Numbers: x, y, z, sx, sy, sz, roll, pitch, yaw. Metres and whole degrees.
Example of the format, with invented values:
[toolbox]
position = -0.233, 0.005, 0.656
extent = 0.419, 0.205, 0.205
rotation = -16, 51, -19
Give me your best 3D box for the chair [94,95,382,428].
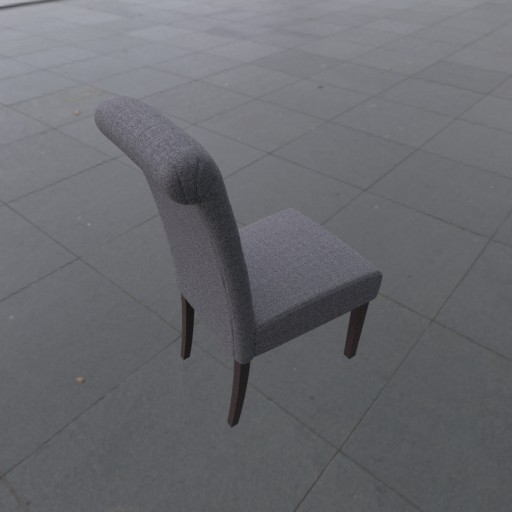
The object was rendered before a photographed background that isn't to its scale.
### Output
[chair]
position = 0.000, 0.000, 1.353
extent = 0.671, 1.006, 0.456
rotation = -24, 45, -26
